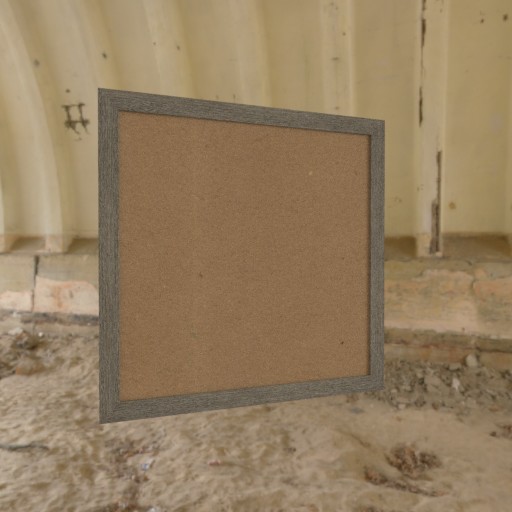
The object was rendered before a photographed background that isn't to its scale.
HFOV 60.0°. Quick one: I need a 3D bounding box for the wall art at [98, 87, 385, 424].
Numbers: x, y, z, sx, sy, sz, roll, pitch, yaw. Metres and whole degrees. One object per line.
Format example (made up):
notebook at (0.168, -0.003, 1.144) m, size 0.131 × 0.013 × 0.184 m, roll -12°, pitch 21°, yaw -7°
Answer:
wall art at (0.000, 0.000, 1.023) m, size 0.685 × 0.685 × 0.020 m, roll 0°, pitch 1°, yaw -19°
